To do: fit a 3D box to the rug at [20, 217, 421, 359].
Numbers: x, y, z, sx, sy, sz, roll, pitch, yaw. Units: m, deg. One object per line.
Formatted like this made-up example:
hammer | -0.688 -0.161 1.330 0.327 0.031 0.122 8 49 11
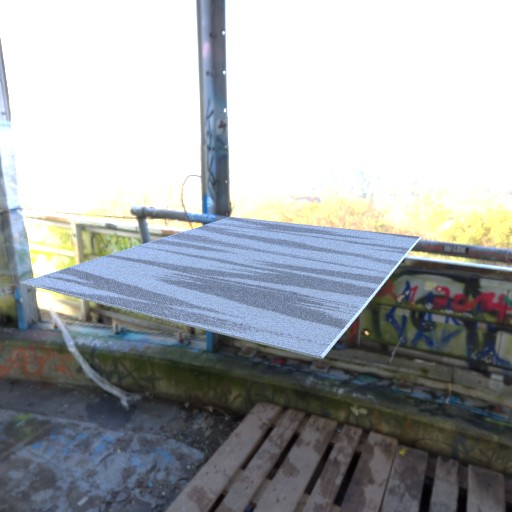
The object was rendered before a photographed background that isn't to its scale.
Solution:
rug | 0.000 0.000 3.948 2.353 0.014 2.945 8 18 27
